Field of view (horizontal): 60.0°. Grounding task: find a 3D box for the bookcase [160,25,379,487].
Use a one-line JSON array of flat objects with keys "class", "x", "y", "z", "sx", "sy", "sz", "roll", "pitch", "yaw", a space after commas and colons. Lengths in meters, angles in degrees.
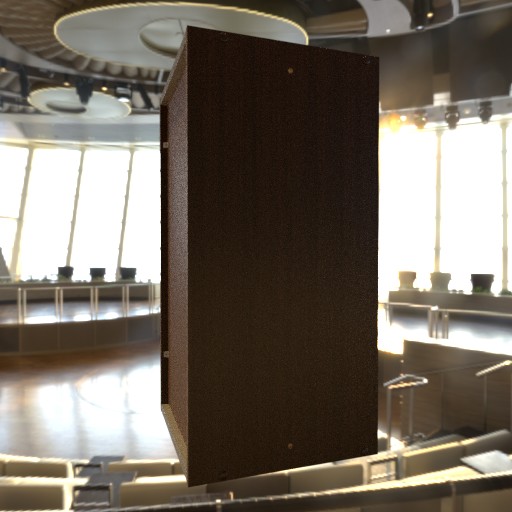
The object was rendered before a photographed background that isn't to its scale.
[{"class": "bookcase", "x": 0.000, "y": 0.000, "z": 0.763, "sx": 0.290, "sy": 0.600, "sz": 0.300, "roll": 0, "pitch": 1, "yaw": -19}]
